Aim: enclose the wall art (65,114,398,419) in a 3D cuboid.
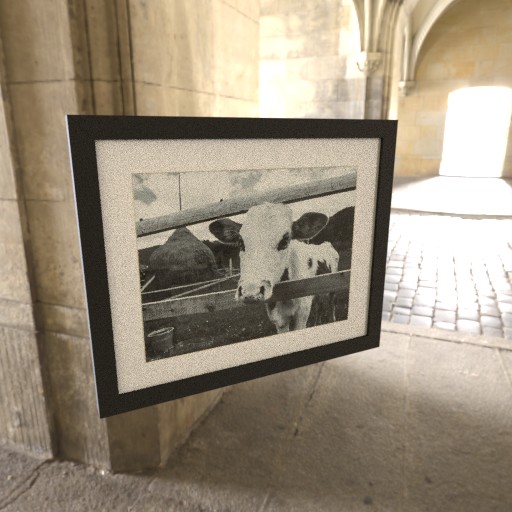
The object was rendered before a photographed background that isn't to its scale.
[{"bbox_3d":[0.000,0.000,0.553,0.404,0.329,0.024,-7,17,-25],"label":"wall art"}]
